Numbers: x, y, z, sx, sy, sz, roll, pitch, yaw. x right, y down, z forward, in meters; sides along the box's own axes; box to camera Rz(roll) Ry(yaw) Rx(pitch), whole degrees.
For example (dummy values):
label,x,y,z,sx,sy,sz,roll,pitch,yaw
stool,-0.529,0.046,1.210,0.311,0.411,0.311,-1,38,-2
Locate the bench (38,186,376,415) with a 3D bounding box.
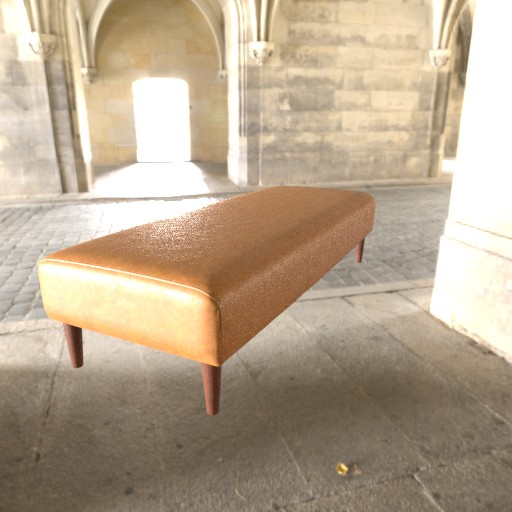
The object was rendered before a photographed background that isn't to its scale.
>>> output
label,x,y,z,sx,sy,sz,roll,pitch,yaw
bench,0.000,0.000,1.871,0.653,0.399,1.610,9,19,26
